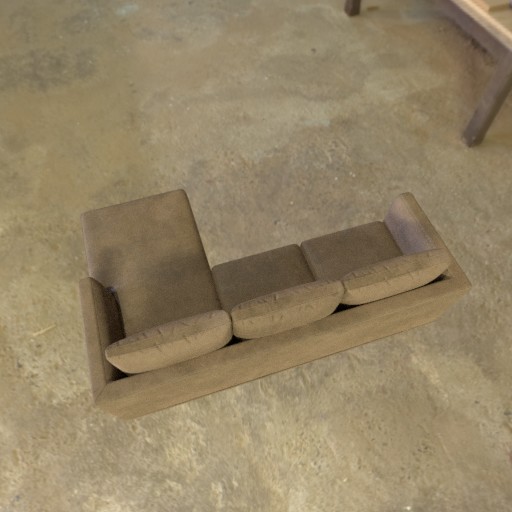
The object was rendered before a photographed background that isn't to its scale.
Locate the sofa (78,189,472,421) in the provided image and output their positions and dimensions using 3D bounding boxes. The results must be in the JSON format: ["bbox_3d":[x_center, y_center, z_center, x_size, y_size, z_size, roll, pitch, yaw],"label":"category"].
[{"bbox_3d":[0.000,0.000,3.284,2.438,0.987,1.622,-15,59,-9],"label":"sofa"}]
